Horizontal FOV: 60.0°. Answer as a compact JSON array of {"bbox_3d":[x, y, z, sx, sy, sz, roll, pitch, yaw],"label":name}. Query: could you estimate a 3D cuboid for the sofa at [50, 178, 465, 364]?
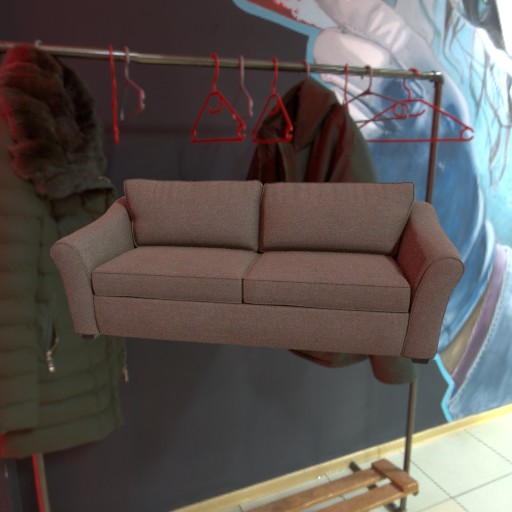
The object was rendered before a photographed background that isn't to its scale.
[{"bbox_3d":[0.000,0.000,2.790,2.270,0.906,0.986,2,14,9],"label":"sofa"}]
